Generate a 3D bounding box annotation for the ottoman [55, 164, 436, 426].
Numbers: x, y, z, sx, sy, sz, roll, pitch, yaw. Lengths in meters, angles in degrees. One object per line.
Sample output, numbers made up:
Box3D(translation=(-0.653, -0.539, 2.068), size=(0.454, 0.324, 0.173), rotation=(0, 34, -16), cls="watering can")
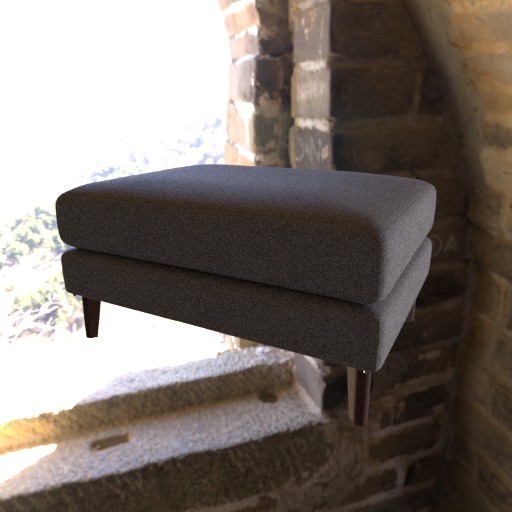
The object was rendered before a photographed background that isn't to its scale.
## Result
Box3D(translation=(0.000, 0.000, 1.197), size=(0.821, 0.441, 0.611), rotation=(9, 20, 27), cls="ottoman")
